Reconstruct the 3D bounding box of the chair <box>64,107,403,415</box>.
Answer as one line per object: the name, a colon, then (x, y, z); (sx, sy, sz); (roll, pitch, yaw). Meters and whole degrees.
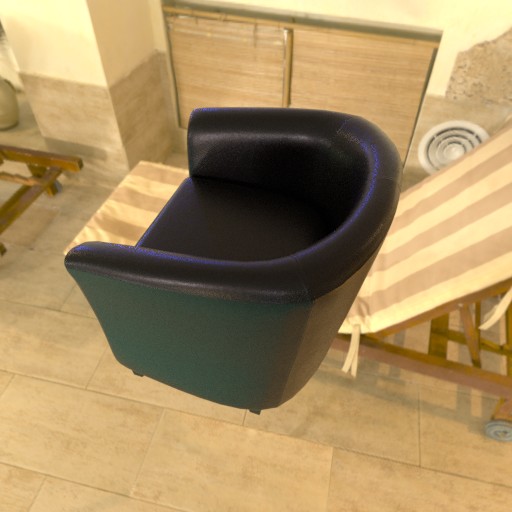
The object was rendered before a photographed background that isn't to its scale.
chair: (0.000, 0.000, 1.388); (0.727, 0.756, 0.793); (14, 48, 13)
